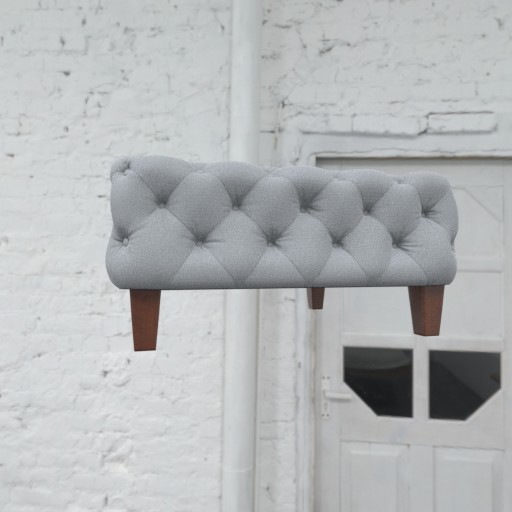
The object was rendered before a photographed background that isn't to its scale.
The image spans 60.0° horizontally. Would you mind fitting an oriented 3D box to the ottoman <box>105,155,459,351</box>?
[{"bbox_3d":[0.000,0.000,1.214,0.764,0.365,0.758,0,-1,-16],"label":"ottoman"}]
